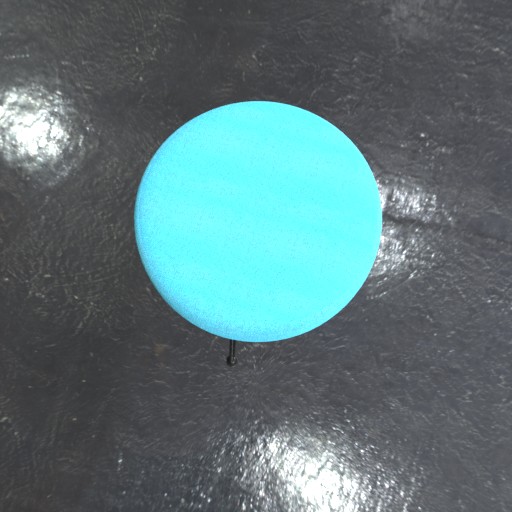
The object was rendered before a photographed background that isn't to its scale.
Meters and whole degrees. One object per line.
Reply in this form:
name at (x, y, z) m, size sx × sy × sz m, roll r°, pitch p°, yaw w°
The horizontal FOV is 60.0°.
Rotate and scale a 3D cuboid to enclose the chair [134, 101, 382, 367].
chair at (0.000, 0.000, 0.718) m, size 0.350 × 0.440 × 0.350 m, roll 16°, pitch 75°, yaw 4°
